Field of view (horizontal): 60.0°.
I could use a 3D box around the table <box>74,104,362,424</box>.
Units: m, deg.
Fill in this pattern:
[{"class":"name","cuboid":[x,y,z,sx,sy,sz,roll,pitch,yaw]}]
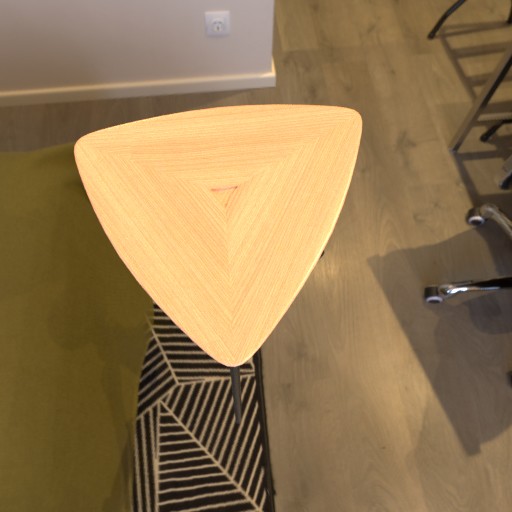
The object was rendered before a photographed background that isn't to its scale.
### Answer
[{"class":"table","cuboid":[0.000,0.000,0.908,0.455,0.564,0.442,-33,69,-15]}]
